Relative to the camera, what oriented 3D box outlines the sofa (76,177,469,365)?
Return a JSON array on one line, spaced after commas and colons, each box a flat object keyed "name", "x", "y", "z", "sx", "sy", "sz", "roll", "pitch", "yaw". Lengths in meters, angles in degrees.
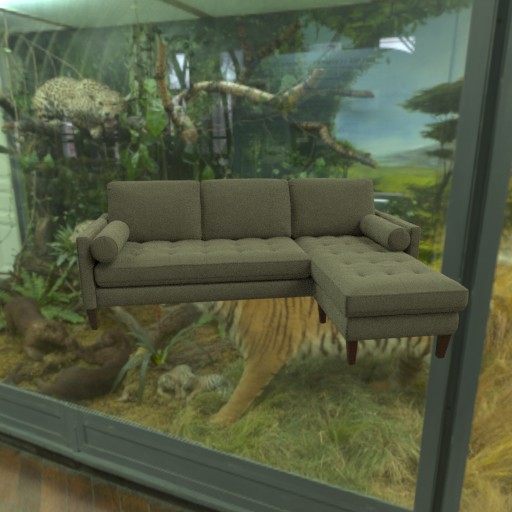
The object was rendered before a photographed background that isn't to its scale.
[{"name": "sofa", "x": 0.000, "y": 0.000, "z": 2.859, "sx": 2.178, "sy": 0.875, "sz": 1.506, "roll": -2, "pitch": 16, "yaw": -8}]
